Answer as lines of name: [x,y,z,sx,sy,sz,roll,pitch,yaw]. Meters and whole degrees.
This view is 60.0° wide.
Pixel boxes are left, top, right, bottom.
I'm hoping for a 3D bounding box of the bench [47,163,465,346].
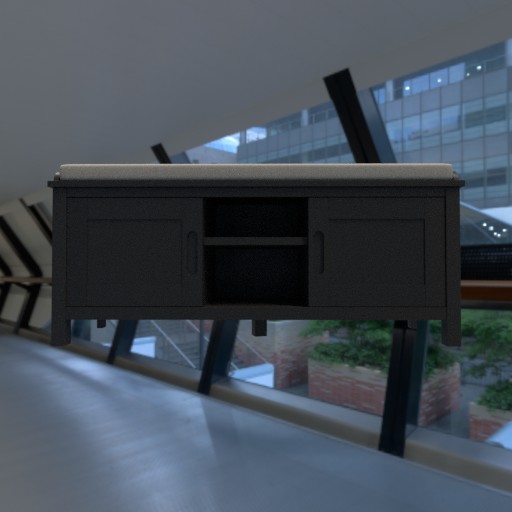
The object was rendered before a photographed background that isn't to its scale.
bench: [0.000,0.000,1.404,1.140,0.501,0.398,0,-1,1]
